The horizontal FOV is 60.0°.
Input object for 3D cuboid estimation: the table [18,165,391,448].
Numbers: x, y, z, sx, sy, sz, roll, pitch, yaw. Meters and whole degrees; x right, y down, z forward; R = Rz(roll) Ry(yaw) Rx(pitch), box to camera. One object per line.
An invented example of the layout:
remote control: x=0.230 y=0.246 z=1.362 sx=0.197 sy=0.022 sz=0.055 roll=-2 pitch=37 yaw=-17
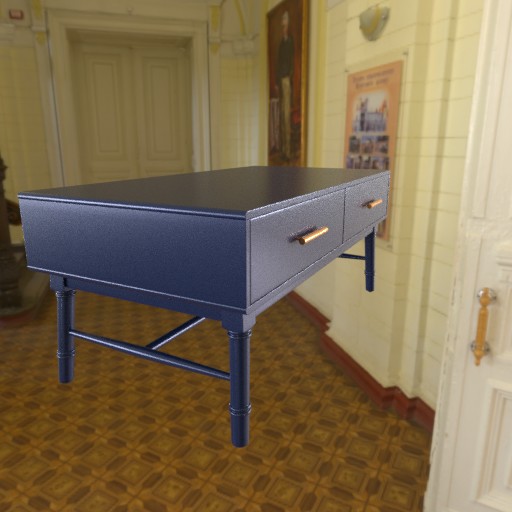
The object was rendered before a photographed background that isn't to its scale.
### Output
table: x=0.000 y=0.000 z=1.316 sx=0.572 sy=0.457 sz=1.067 roll=8 pitch=17 yaw=27
